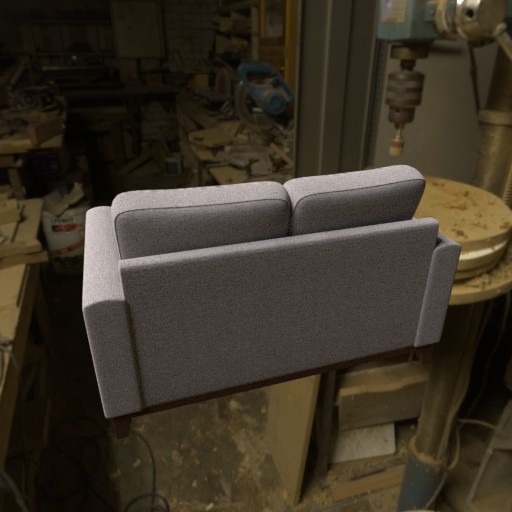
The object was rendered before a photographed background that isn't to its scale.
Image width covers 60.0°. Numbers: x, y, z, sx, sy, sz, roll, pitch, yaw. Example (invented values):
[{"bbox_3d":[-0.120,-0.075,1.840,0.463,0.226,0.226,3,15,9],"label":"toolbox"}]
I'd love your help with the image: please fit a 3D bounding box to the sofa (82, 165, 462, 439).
[{"bbox_3d":[0.000,0.000,2.002,1.420,0.873,0.917,-8,28,-16],"label":"sofa"}]
